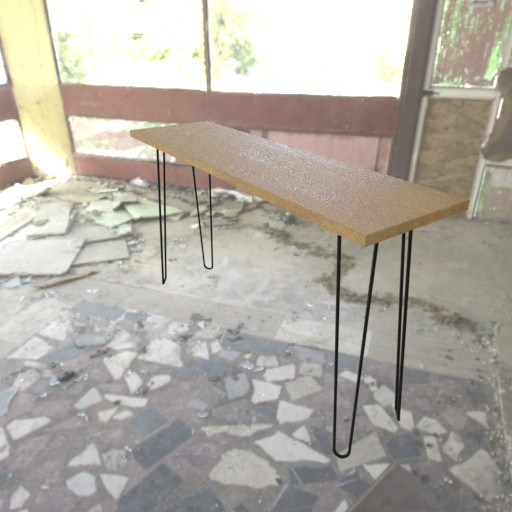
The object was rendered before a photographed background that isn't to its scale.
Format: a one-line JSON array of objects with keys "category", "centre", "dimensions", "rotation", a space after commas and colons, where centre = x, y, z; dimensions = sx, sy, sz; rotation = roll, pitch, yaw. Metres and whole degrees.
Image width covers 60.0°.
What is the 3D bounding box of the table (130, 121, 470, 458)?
[{"category": "table", "centre": [0.000, 0.000, 1.759], "dimensions": [0.399, 0.799, 1.400], "rotation": [-18, 32, -31]}]
